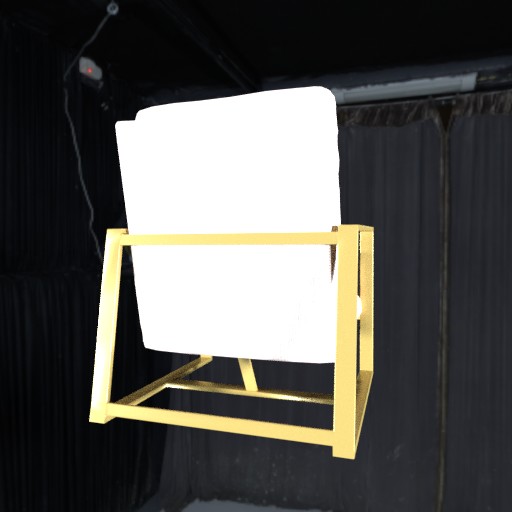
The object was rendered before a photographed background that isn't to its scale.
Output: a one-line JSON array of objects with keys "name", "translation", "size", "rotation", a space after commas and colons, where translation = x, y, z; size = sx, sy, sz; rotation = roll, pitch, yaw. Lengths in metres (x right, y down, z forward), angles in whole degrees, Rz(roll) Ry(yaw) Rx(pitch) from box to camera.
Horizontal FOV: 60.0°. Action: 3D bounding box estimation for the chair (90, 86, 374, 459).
[{"name": "chair", "translation": [0.000, 0.000, 1.552], "size": [0.758, 0.956, 0.813], "rotation": [0, 1, 18]}]
